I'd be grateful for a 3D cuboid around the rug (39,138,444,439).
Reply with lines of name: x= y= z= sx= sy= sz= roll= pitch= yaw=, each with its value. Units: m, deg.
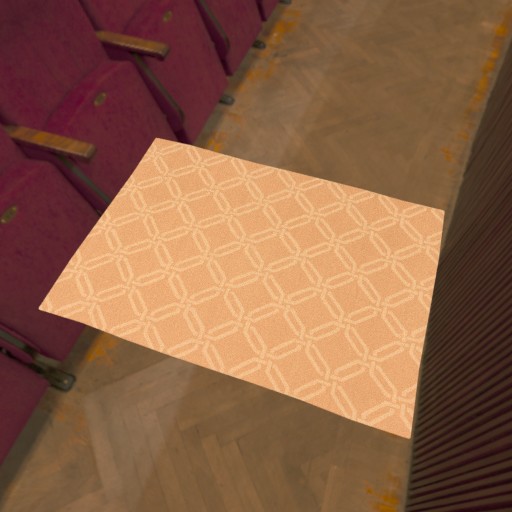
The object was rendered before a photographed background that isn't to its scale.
rug: x=0.000 y=0.000 z=2.737 sx=2.135 sy=0.013 sz=1.524 roll=16 pitch=58 yaw=10
